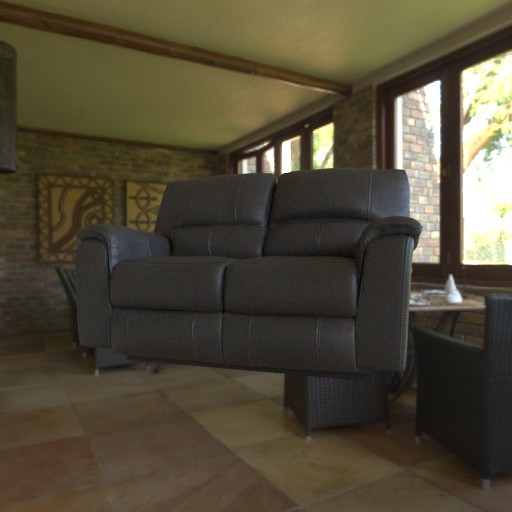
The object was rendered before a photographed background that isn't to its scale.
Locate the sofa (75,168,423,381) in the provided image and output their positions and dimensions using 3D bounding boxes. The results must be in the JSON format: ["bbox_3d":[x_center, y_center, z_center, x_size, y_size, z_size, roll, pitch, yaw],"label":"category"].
[{"bbox_3d":[0.000,0.000,2.537,1.765,1.111,1.104,0,0,19],"label":"sofa"}]
